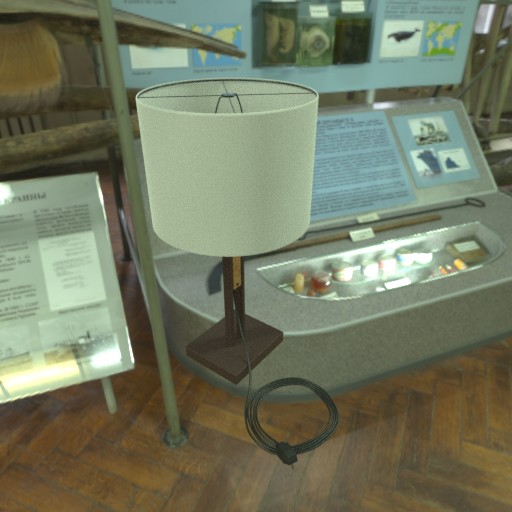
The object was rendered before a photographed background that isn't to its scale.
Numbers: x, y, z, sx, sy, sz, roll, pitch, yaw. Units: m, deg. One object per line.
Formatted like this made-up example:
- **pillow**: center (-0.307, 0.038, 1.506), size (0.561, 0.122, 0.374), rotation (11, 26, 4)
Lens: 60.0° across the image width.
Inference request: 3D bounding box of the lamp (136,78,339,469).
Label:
- **lamp**: center (0.000, 0.000, 0.986), size (0.525, 0.668, 0.396), rotation (21, 37, 31)
